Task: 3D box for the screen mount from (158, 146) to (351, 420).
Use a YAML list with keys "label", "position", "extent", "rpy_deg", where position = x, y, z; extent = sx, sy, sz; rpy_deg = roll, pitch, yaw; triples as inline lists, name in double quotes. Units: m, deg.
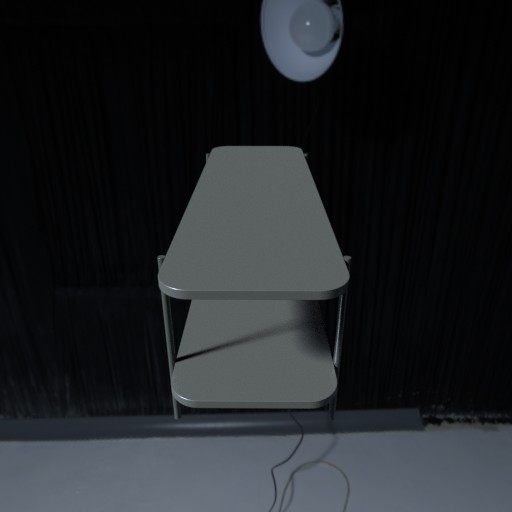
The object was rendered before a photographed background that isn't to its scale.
- label: "screen mount"
  position: [0.000, 0.000, 1.429]
  extent: [0.400, 0.447, 1.200]
  rpy_deg: [0, 26, 0]
